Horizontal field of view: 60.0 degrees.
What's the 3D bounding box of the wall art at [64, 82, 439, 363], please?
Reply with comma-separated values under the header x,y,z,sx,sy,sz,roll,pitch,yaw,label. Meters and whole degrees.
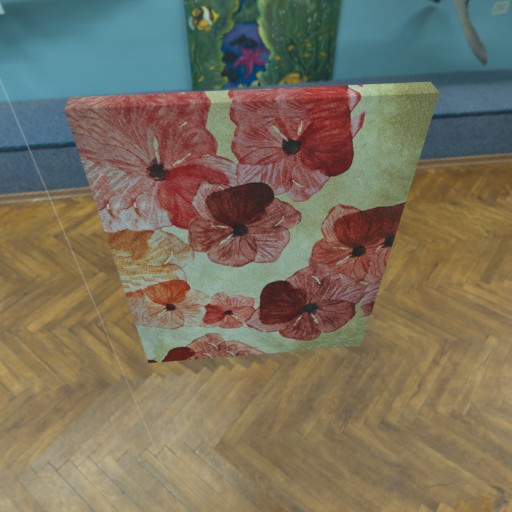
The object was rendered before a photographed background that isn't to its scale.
x,y,z,sx,sy,sz,roll,pitch,yaw,label
0.000,0.000,0.669,0.406,0.508,0.028,-4,46,-4,wall art
